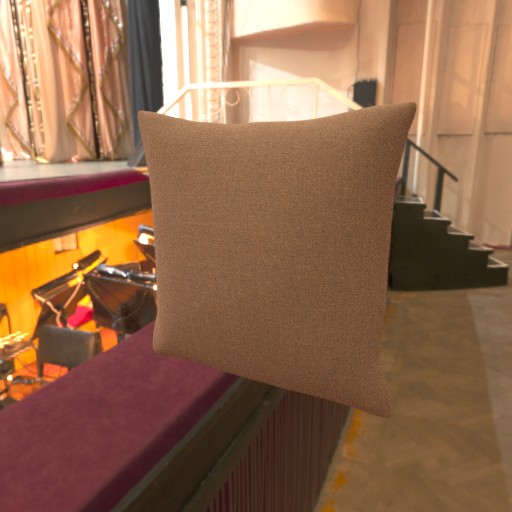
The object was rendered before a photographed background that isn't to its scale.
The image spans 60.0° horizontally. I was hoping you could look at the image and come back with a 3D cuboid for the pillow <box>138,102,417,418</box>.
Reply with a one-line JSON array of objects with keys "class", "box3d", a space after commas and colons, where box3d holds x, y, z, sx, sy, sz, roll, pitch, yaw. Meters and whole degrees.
[{"class": "pillow", "box3d": [0.000, 0.000, 0.793, 0.512, 0.506, 0.178, 8, 17, 27]}]
